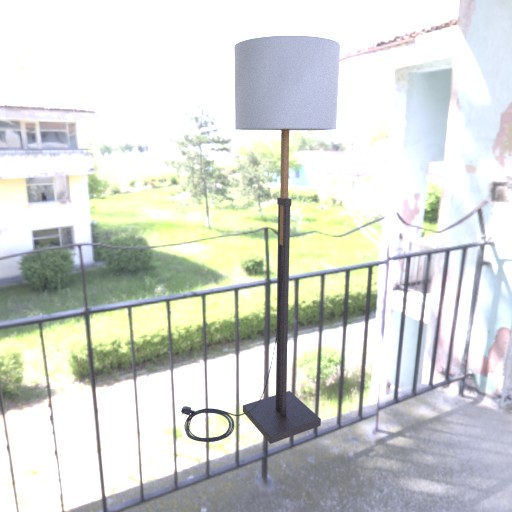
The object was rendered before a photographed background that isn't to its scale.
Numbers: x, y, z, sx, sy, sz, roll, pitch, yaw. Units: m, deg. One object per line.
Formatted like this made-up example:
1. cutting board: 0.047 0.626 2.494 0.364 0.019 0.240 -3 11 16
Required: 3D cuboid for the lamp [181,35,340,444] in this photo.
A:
1. lamp: 0.000 0.000 1.893 0.639 1.650 0.474 -8 17 -27
